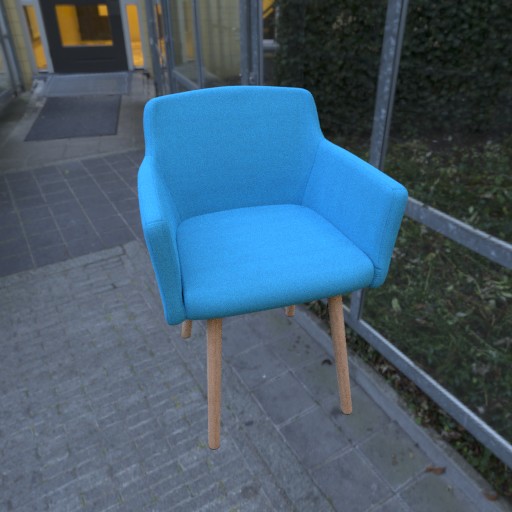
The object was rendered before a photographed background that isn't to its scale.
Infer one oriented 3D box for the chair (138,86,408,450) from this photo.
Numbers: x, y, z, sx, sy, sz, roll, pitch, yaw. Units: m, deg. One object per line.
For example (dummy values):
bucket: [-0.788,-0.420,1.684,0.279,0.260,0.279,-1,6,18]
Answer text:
chair: [0.000,0.000,1.193,0.570,0.780,0.540,-9,33,-15]
